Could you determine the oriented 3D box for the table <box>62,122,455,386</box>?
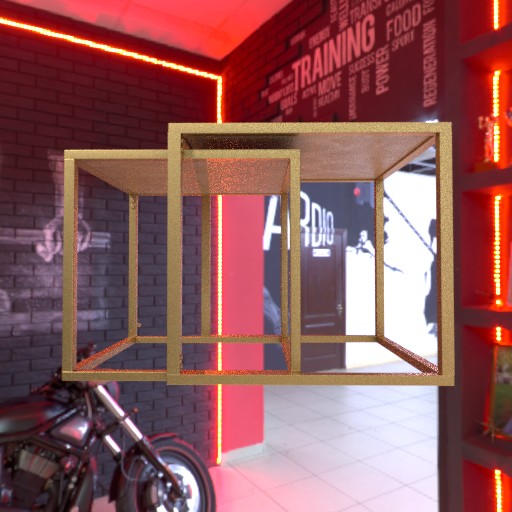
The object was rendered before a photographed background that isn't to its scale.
[{"bbox_3d":[0.000,0.000,1.101,0.762,0.505,0.505,0,-1,1],"label":"table"}]
